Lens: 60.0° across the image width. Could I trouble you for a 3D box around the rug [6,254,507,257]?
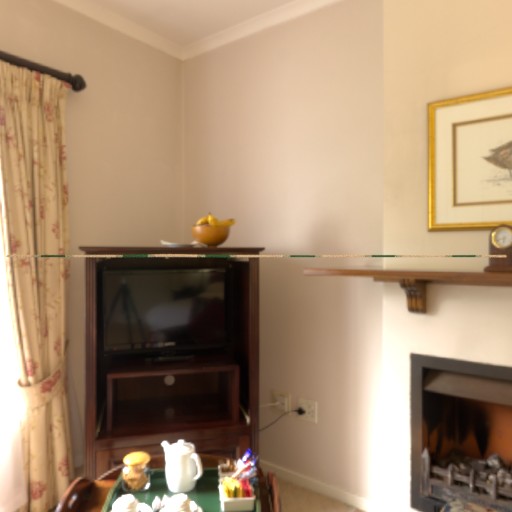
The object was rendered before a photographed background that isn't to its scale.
[{"bbox_3d":[0.000,0.000,2.910,2.436,0.015,1.521,0,0,-1],"label":"rug"}]
